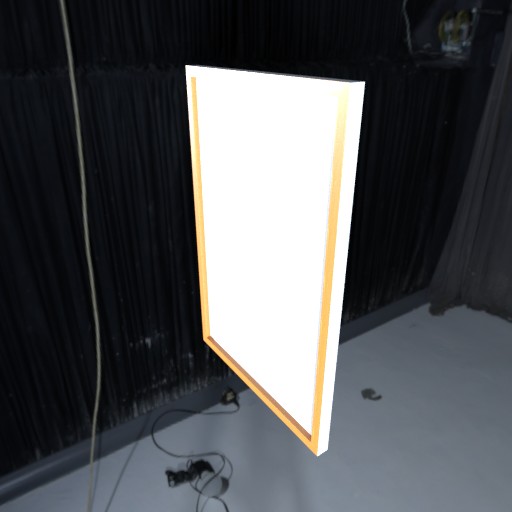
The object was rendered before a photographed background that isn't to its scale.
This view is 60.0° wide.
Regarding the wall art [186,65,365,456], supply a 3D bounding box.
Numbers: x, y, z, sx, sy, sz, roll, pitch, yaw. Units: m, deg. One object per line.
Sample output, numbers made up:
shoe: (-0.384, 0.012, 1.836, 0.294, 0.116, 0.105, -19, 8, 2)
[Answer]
wall art: (0.000, 0.000, 0.790, 0.025, 0.608, 0.405, -17, 31, -31)
